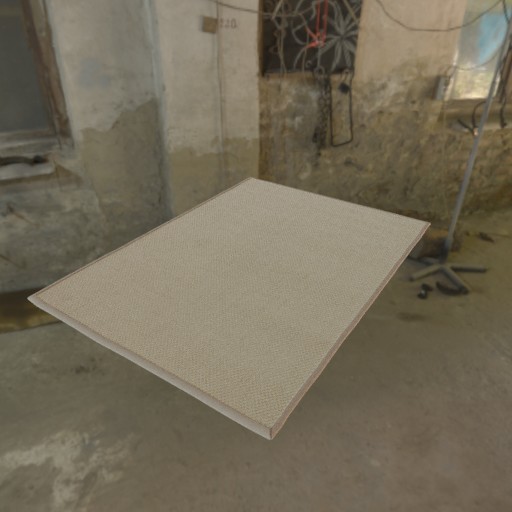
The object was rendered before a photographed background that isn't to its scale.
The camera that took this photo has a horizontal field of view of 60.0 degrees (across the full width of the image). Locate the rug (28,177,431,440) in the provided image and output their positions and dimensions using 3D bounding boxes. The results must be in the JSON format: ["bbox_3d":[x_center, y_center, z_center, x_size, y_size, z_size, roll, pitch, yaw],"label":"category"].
[{"bbox_3d":[0.000,0.000,2.693,1.525,0.020,2.081,19,37,29],"label":"rug"}]
